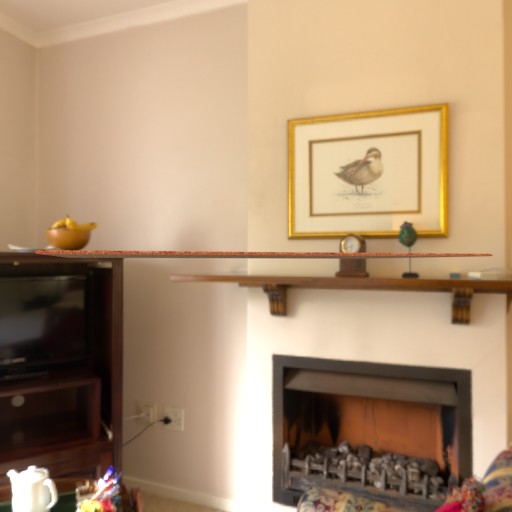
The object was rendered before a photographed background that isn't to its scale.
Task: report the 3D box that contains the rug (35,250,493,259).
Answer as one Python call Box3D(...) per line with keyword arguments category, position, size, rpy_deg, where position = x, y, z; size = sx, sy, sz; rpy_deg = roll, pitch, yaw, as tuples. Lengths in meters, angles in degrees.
Box3D(category="rug", position=(0.000, 0.000, 2.953), size=(2.438, 0.015, 1.524), rpy_deg=(0, -1, -18))
